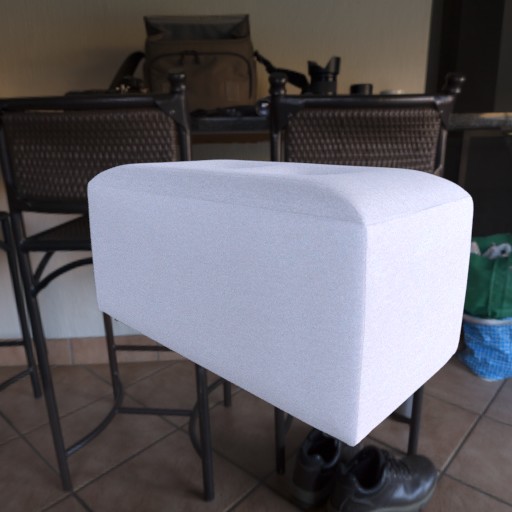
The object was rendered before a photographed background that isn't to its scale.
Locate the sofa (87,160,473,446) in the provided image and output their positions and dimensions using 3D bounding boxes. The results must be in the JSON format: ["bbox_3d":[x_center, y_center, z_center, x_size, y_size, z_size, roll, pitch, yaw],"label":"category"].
[{"bbox_3d":[0.000,0.000,1.172,0.930,0.470,0.480,14,21,42],"label":"sofa"}]
